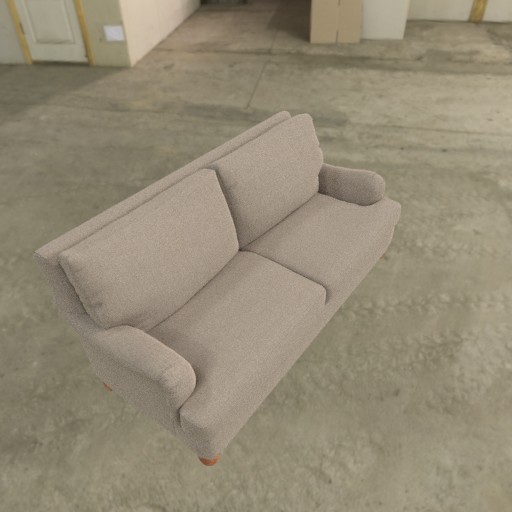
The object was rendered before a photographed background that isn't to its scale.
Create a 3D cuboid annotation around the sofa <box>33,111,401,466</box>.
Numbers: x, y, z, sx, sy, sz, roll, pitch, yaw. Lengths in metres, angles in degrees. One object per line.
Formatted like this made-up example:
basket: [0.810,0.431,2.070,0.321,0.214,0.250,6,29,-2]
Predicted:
sofa: [0.000,0.000,2.752,1.087,1.054,2.160,26,47,27]
